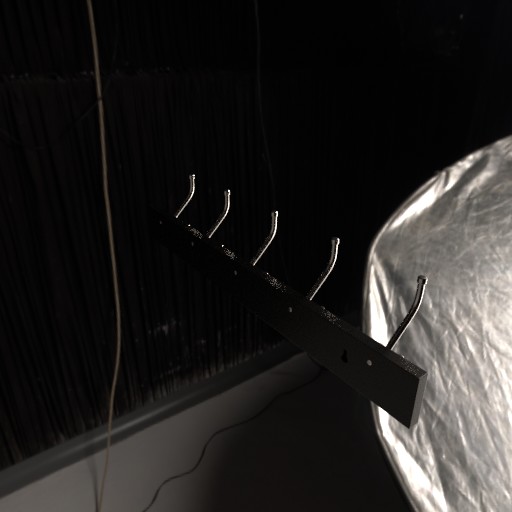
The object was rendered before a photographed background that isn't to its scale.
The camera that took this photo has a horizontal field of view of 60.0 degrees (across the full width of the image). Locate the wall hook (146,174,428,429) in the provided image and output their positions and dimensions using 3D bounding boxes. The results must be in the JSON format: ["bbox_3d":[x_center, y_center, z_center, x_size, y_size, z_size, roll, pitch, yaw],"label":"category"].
[{"bbox_3d":[0.000,0.000,0.611,0.071,0.117,0.571,-18,31,-32],"label":"wall hook"}]
